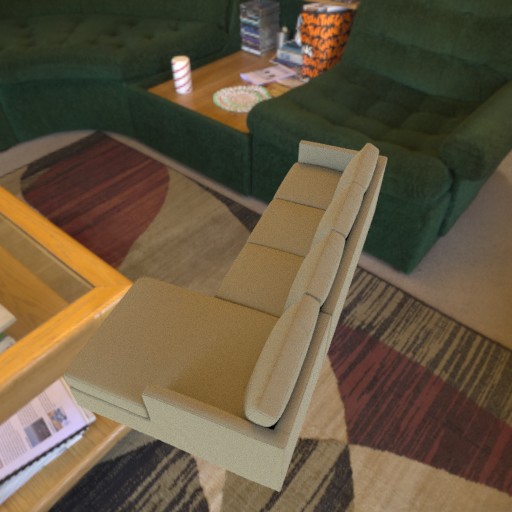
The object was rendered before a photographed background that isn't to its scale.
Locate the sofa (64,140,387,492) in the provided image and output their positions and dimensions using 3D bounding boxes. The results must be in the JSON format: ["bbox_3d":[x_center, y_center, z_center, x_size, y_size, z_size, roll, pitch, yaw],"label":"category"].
[{"bbox_3d":[0.000,0.000,3.848,1.622,0.867,3.177,16,47,15],"label":"sofa"}]
